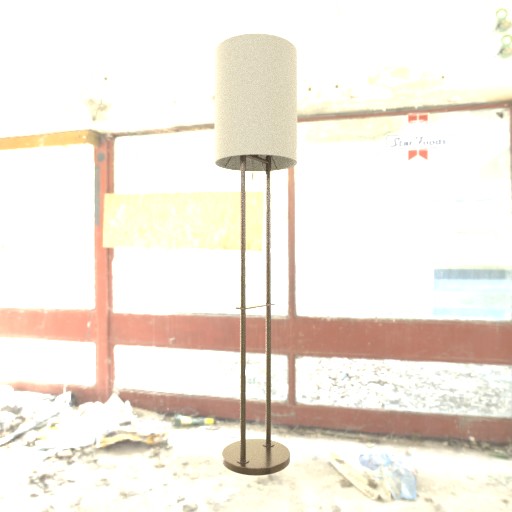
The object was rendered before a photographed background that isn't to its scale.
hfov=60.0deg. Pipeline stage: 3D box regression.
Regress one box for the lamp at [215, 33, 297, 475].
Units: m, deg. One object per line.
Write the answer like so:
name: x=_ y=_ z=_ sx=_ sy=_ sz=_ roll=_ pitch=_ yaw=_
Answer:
lamp: x=0.000 y=0.000 z=1.640 sx=0.305 sy=1.500 sz=0.306 roll=0 pitch=0 yaw=34
